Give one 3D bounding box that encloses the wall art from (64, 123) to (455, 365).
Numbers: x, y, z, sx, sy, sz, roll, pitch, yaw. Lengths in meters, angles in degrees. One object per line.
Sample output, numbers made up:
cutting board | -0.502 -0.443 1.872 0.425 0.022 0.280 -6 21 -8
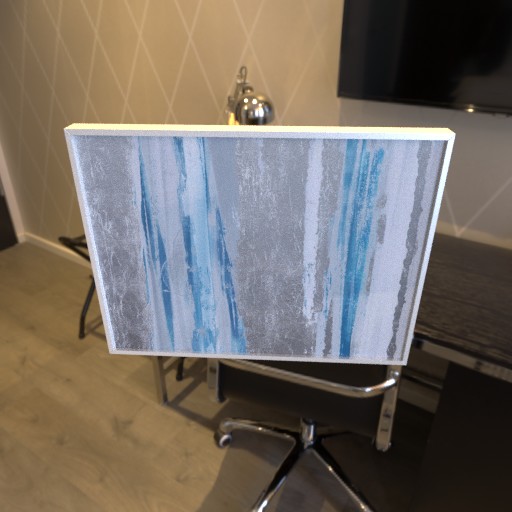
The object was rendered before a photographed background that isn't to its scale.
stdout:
wall art | 0.000 0.000 1.415 1.056 0.801 0.066 2 29 3
